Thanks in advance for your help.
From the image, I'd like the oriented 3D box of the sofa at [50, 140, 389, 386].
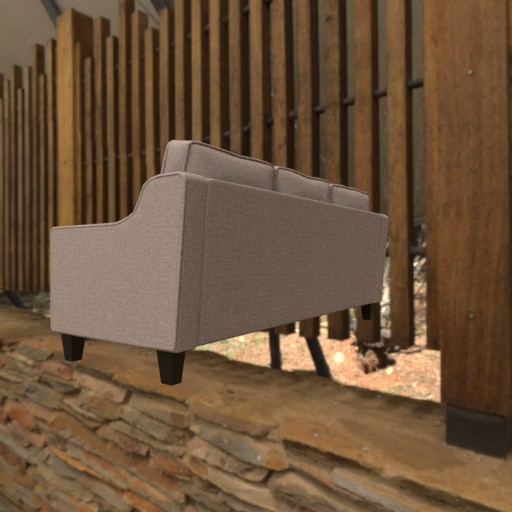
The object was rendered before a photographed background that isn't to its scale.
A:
[{"bbox_3d":[0.000,0.000,2.661,0.899,0.950,2.129,0,0,35],"label":"sofa"}]
